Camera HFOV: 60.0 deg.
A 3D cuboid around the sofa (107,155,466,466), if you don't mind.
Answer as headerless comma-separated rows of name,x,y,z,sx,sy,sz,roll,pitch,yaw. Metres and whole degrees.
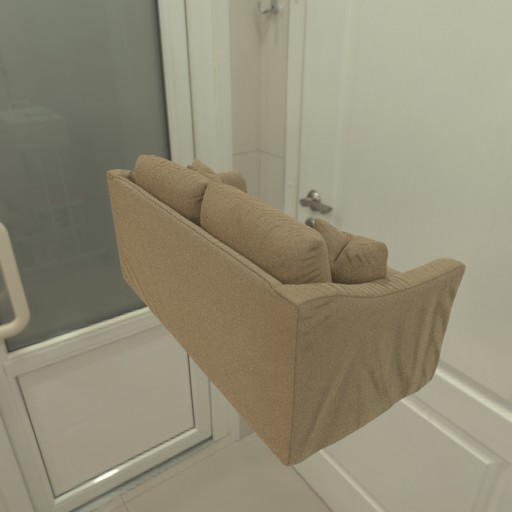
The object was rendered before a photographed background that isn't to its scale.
sofa,0.000,0.000,2.631,1.072,1.018,2.010,-17,32,-31
